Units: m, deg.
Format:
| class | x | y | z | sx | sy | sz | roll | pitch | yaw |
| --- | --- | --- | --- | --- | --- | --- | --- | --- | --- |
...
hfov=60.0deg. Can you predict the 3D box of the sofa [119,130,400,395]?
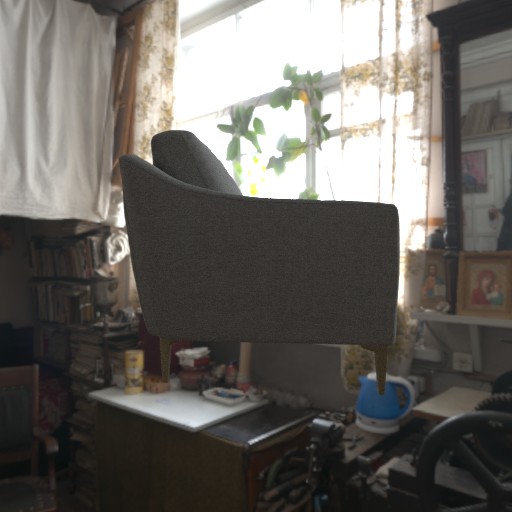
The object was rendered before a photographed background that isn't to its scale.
| class | x | y | z | sx | sy | sz | roll | pitch | yaw |
| --- | --- | --- | --- | --- | --- | --- | --- | --- | --- |
| sofa | 0.000 | 0.000 | 2.187 | 0.960 | 0.904 | 1.619 | 0 | -1 | 1 |
